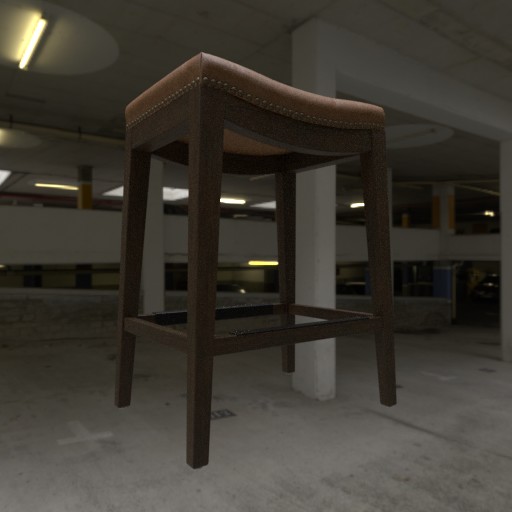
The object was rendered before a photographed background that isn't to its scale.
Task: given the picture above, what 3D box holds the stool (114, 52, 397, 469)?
[{"bbox_3d":[0.000,0.000,0.966,0.500,0.660,0.361,0,0,-36],"label":"stool"}]
